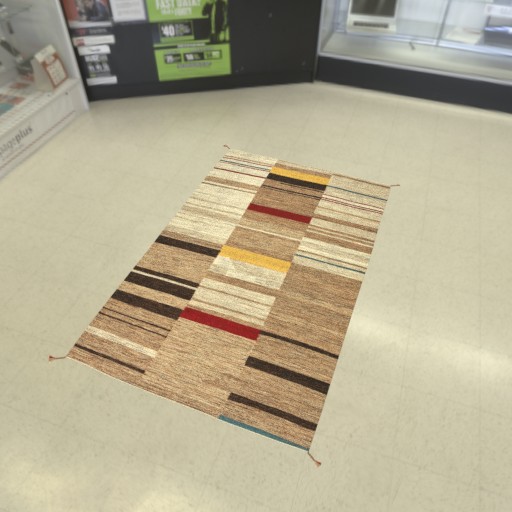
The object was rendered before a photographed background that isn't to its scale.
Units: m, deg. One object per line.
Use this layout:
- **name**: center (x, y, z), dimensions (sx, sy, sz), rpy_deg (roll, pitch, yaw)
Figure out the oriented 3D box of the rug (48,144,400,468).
- **rug**: center (0.000, 0.000, 2.421), dimensions (1.268, 0.007, 1.918), rpy_deg (16, 48, 15)
